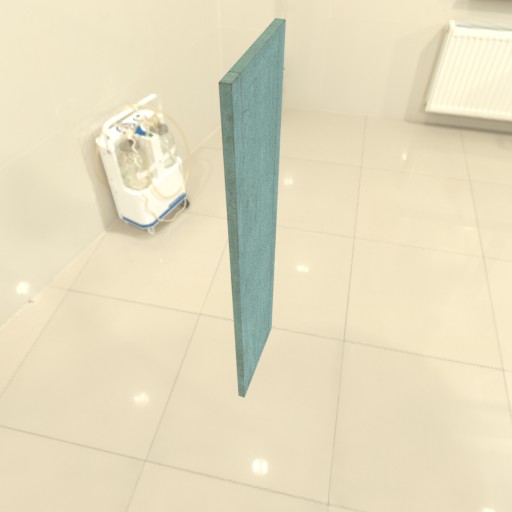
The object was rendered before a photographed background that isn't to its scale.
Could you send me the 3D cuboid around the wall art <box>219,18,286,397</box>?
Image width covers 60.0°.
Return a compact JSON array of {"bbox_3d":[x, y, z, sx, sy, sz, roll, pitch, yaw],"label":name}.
[{"bbox_3d":[0.000,0.000,1.328,0.025,1.219,0.329,14,49,13],"label":"wall art"}]
